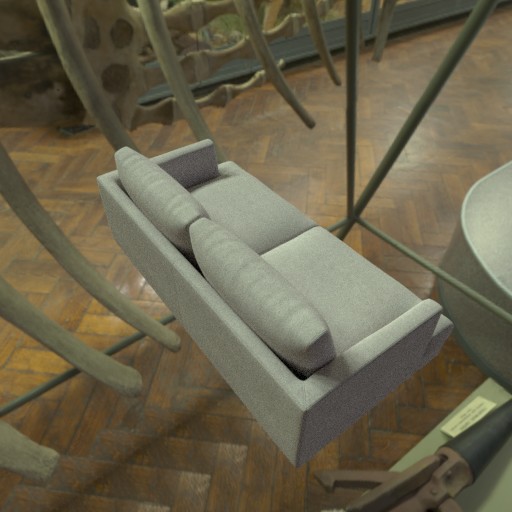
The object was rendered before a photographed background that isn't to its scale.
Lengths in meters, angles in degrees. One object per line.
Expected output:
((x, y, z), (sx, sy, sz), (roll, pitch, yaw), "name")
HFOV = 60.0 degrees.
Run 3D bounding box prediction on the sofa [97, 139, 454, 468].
((0.000, 0.000, 2.517), (1.020, 0.868, 1.948), (-27, 49, -26), "sofa")
